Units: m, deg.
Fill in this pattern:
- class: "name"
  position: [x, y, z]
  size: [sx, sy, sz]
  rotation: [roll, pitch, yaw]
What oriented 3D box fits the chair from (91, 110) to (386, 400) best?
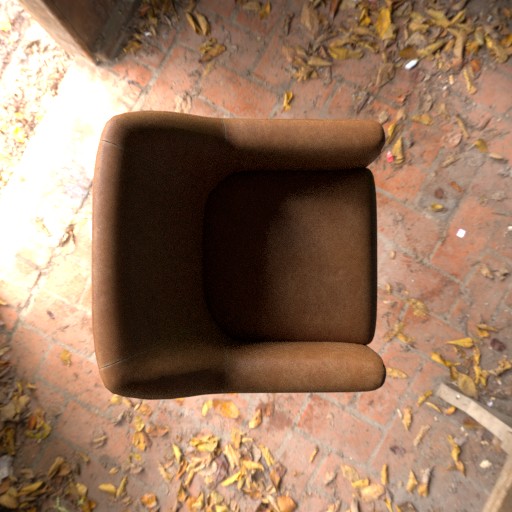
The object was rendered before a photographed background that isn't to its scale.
- class: "chair"
  position: [0.000, 0.000, 1.841]
  size: [1.034, 0.980, 1.037]
  rotation: [0, 89, 1]
